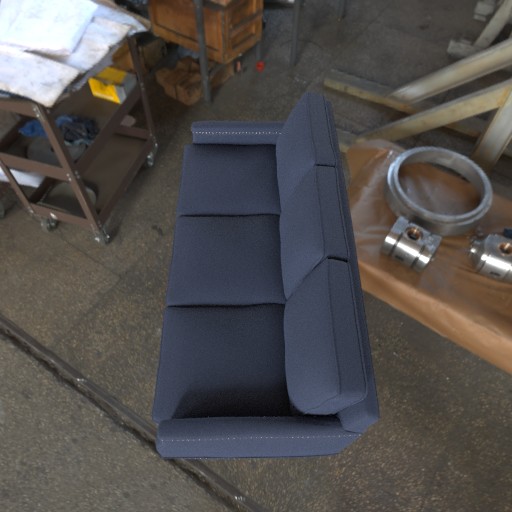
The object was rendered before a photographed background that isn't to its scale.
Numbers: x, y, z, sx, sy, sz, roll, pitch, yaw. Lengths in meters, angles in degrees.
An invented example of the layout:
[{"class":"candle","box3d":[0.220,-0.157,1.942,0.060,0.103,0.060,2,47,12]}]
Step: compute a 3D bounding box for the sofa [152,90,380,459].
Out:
[{"class":"sofa","box3d":[0.000,0.000,2.792,1.084,1.003,2.246,0,56,0]}]
